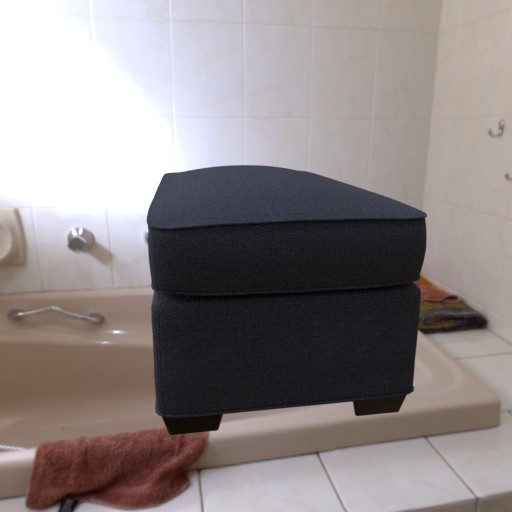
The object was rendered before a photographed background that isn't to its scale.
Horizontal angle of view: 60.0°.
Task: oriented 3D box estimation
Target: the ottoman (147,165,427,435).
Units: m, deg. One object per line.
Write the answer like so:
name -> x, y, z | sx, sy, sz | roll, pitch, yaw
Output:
ottoman -> 0.000, 0.000, 1.191 | 0.505, 0.453, 0.895 | -2, 16, -9
